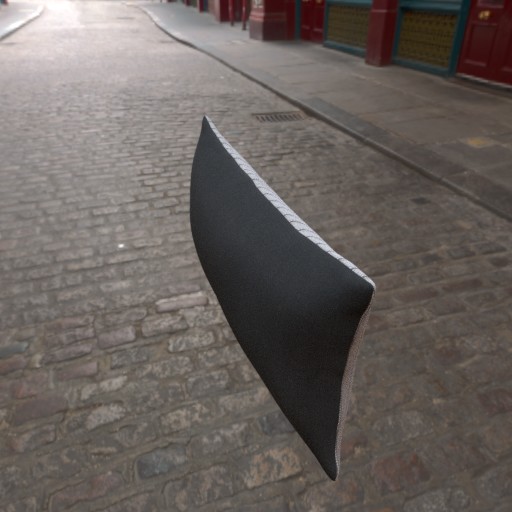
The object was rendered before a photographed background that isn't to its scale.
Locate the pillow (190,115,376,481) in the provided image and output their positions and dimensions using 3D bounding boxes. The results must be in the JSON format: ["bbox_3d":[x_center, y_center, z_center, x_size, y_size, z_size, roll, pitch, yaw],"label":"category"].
[{"bbox_3d":[0.000,0.000,0.712,0.151,0.305,0.609,-11,33,-17],"label":"pillow"}]
